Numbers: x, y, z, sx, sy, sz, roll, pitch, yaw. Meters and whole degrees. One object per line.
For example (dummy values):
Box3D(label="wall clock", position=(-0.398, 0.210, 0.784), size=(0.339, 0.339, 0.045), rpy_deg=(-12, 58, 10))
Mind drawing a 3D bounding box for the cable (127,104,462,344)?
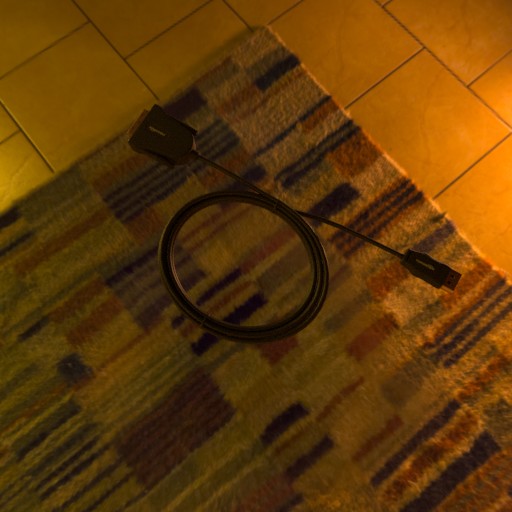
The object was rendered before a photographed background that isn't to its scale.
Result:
Box3D(label="cable", position=(0.000, 0.000, 0.338), size=(0.281, 0.015, 0.136), rpy_deg=(30, 78, 7))
